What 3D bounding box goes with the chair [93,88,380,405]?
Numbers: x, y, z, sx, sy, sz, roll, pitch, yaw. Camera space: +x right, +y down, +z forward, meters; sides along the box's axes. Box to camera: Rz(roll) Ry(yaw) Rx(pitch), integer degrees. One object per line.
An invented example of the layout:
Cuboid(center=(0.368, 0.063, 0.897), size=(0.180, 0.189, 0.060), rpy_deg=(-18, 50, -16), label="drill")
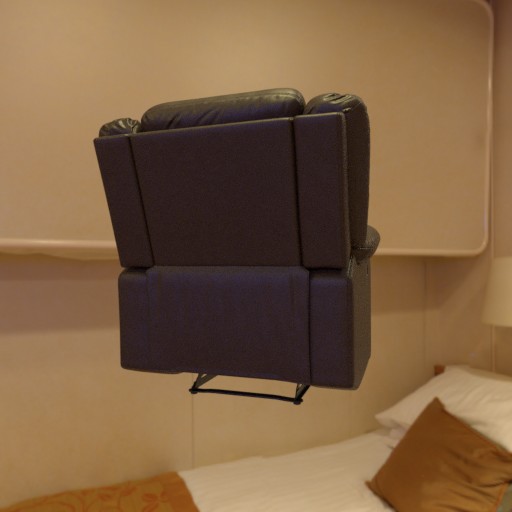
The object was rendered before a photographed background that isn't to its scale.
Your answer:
Cuboid(center=(0.000, 0.000, 1.702), size=(0.899, 1.009, 0.934), rpy_deg=(0, -1, 18), label="chair")
